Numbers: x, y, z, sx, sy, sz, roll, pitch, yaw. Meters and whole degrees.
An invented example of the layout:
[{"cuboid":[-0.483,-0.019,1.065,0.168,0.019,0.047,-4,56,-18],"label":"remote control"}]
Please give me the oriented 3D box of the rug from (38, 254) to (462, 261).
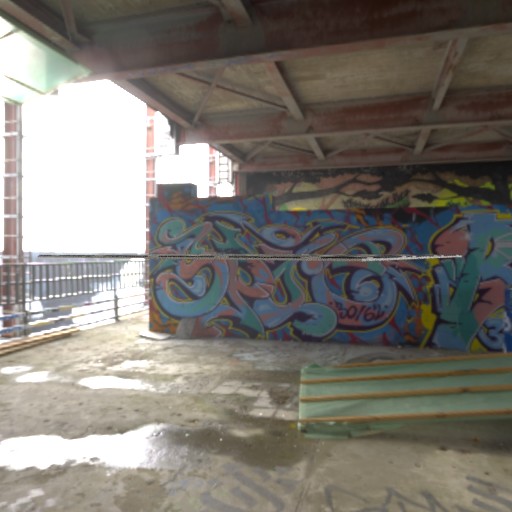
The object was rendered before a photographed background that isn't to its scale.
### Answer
[{"cuboid":[0.000,0.000,4.082,3.049,0.021,2.466,0,1,35],"label":"rug"}]
